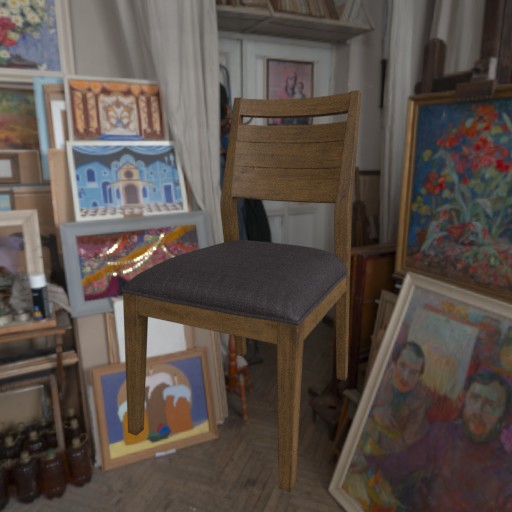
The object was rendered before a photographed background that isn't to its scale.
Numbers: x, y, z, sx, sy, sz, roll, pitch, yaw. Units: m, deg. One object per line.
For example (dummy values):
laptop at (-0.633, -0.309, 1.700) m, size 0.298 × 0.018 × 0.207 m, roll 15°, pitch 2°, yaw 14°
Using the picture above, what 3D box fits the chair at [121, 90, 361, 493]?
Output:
chair at (0.000, 0.000, 1.285) m, size 0.501 × 0.939 × 0.610 m, roll 7°, pitch 15°, yaw 26°
